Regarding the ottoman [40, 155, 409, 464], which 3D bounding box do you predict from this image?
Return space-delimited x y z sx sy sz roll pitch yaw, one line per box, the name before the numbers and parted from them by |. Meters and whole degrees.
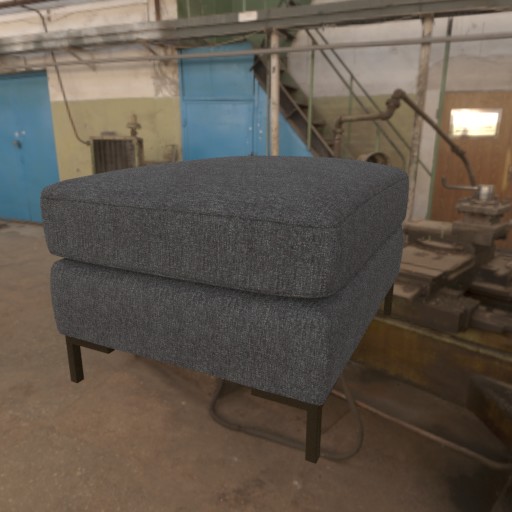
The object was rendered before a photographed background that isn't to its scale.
ottoman | 0.000 0.000 1.244 0.695 0.533 0.831 8 18 25
